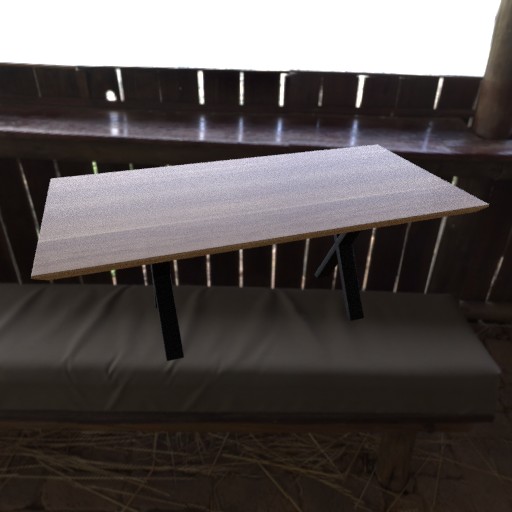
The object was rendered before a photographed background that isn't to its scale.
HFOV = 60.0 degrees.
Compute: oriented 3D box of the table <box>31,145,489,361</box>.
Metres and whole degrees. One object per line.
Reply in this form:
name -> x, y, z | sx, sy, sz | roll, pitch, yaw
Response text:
table -> 0.000, 0.000, 2.442 | 2.000, 0.770, 1.000 | -9, 32, -15
